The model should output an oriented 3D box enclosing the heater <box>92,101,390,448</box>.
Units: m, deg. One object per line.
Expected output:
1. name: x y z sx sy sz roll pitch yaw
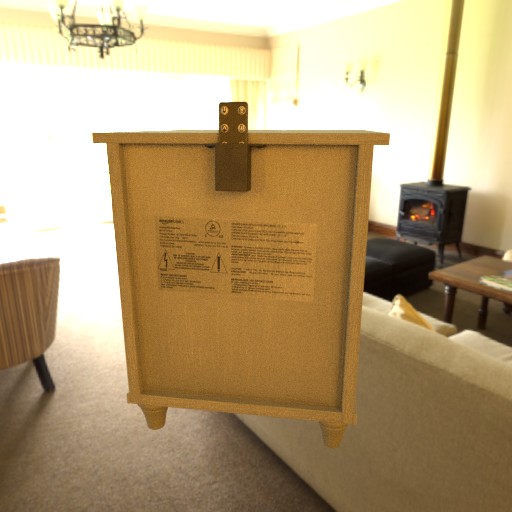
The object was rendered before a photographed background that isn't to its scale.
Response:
1. heater: 0.000 0.000 0.756 0.362 0.481 0.400 2 17 8
